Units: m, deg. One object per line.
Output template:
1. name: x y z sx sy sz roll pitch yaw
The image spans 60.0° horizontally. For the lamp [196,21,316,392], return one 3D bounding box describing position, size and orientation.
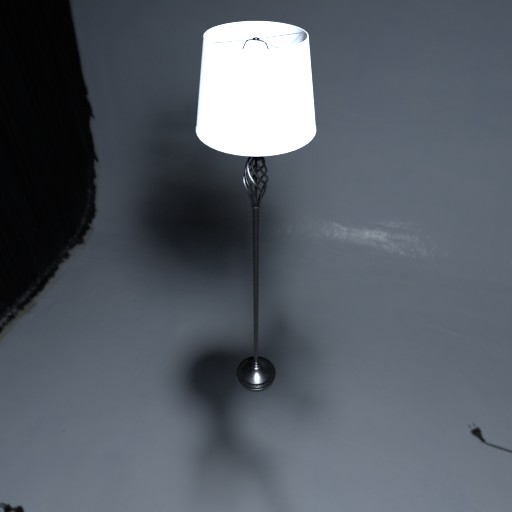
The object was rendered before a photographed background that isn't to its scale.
1. lamp: 0.000 0.000 1.759 0.379 1.623 0.379 0 41 0
